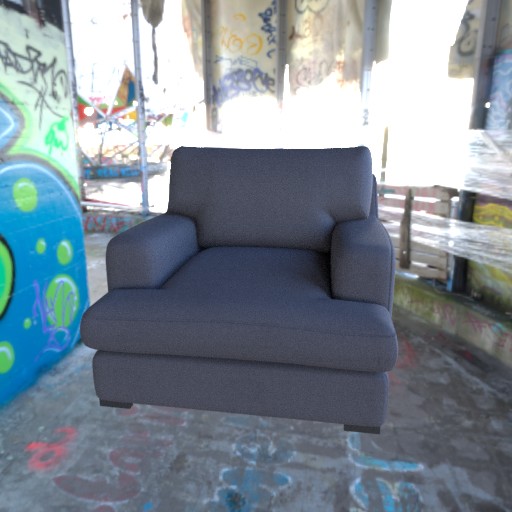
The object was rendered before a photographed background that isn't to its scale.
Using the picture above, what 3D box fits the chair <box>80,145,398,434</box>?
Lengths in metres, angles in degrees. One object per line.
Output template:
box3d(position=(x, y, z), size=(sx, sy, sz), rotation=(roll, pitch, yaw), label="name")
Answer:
box3d(position=(0.000, 0.000, 1.970), size=(1.168, 0.940, 1.143), rotation=(2, 15, 9), label="chair")
